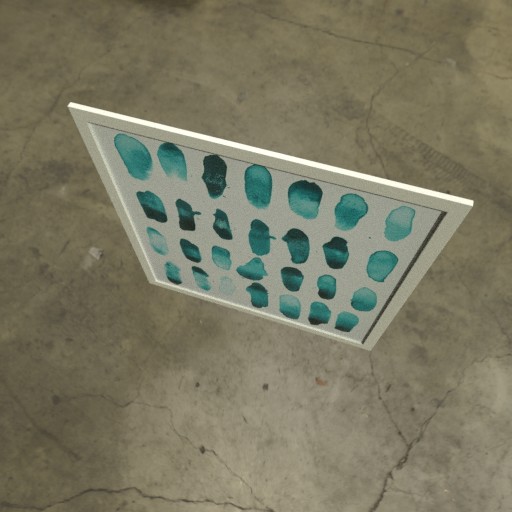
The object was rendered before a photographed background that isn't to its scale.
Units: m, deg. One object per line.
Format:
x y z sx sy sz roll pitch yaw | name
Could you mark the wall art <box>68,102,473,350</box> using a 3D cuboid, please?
0.000 0.000 1.202 0.812 0.813 0.013 16 61 9 | wall art
